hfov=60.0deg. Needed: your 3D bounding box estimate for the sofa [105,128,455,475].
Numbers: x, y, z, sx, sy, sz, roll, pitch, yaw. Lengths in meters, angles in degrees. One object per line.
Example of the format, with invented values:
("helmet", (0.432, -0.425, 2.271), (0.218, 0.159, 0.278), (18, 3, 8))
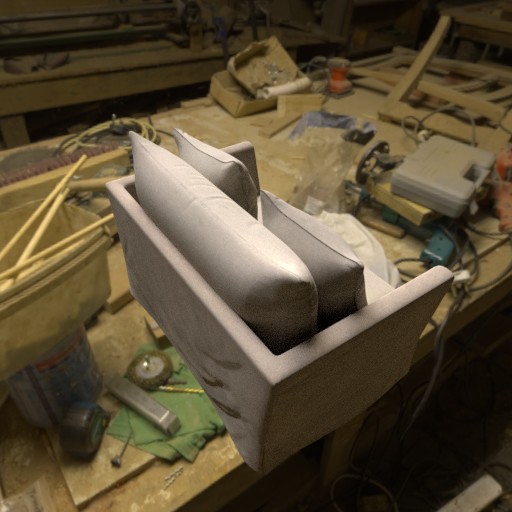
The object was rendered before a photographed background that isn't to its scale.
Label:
("sofa", (0.000, 0.000, 2.314), (1.035, 1.040, 1.608), (-24, 45, -26))
